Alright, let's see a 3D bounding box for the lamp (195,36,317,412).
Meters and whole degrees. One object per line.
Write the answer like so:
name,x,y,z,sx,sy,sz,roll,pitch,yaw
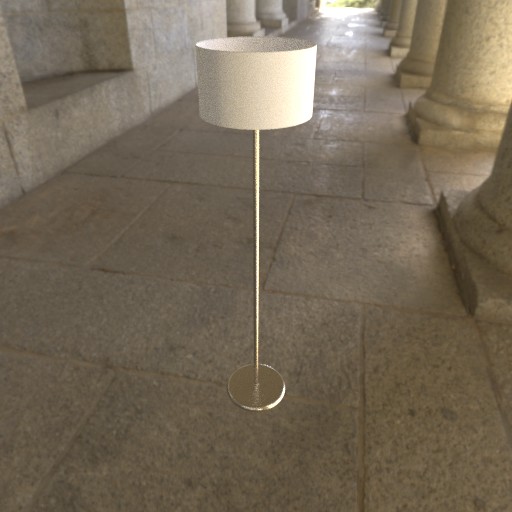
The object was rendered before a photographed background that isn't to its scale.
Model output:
lamp,0.000,0.000,1.657,0.347,1.443,0.347,-9,33,-14
